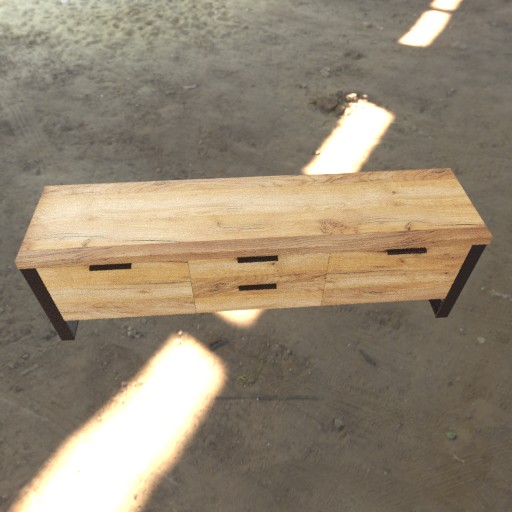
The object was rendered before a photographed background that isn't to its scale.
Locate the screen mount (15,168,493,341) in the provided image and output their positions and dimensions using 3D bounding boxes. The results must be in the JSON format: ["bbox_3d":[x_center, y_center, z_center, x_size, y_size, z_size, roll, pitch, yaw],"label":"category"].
[{"bbox_3d":[0.000,0.000,1.695,1.524,0.450,0.395,-3,47,-3],"label":"screen mount"}]
